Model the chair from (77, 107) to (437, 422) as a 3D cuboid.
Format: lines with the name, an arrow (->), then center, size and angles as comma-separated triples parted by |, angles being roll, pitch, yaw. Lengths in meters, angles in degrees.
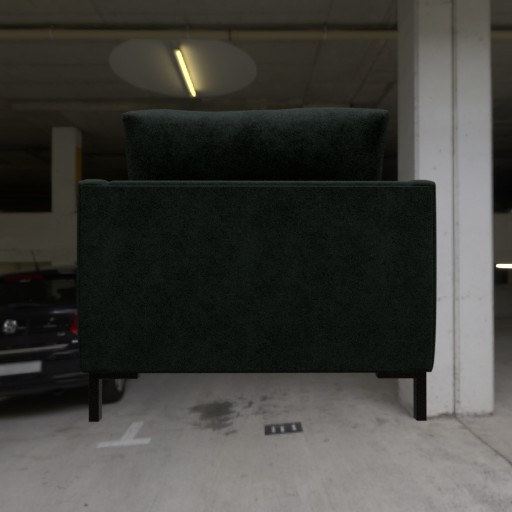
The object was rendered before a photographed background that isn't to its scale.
chair -> 0.000, 0.000, 1.565 | 0.963, 0.861, 0.866 | 0, -1, 0
